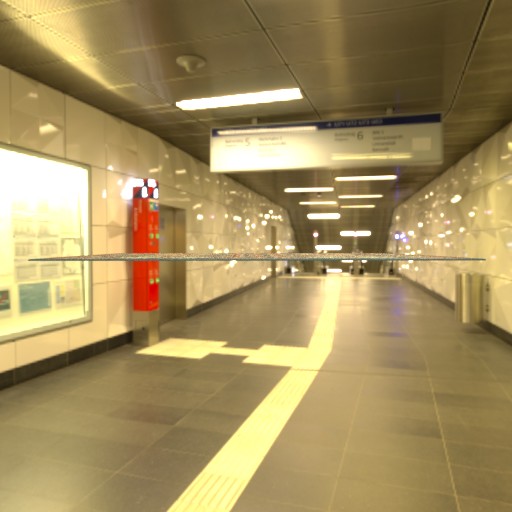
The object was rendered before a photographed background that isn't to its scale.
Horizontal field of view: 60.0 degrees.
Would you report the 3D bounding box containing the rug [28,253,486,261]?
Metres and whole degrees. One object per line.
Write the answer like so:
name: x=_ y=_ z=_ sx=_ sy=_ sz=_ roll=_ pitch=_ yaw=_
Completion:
rug: x=0.000 y=0.000 z=3.066 sx=2.373 sy=0.009 sz=1.622 roll=0 pitch=1 yaw=-2
